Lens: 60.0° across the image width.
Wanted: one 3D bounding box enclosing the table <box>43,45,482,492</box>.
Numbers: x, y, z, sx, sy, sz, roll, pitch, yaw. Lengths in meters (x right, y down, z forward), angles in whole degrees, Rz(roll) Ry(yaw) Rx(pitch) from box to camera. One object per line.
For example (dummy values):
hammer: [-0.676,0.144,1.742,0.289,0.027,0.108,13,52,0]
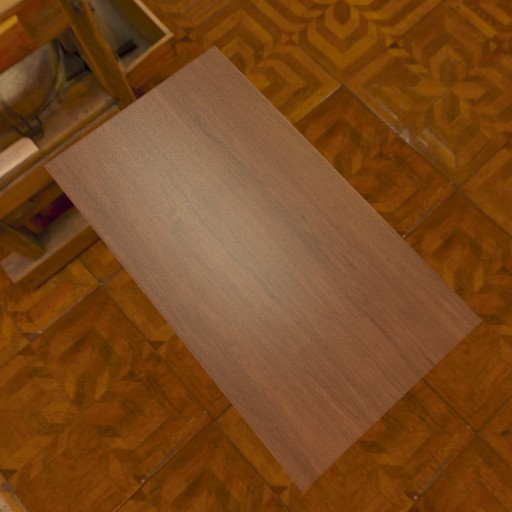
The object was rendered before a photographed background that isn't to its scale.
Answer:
table: [0.000,0.000,1.298,0.600,0.380,1.020,-39,79,-9]
